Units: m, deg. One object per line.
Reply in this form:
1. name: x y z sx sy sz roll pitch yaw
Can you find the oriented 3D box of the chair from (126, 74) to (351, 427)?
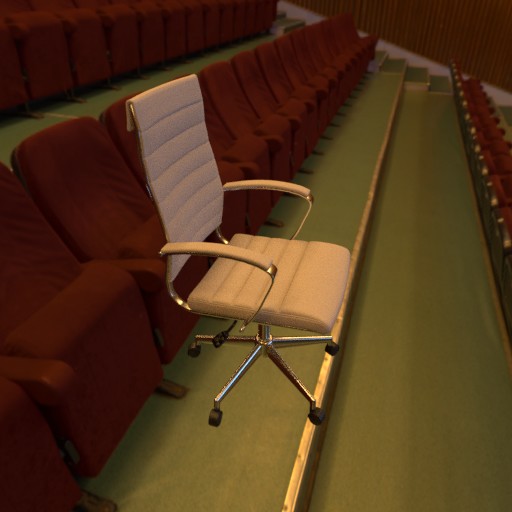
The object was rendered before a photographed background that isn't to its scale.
1. chair: 0.000 0.000 1.619 0.667 1.149 0.679 9 33 15
